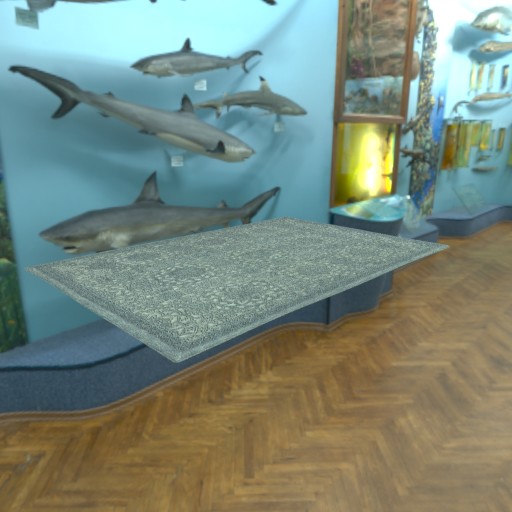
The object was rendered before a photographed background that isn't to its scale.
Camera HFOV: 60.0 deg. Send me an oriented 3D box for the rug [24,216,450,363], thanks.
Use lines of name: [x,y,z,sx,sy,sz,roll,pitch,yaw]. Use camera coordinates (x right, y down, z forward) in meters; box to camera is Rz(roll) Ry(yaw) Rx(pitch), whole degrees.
rug: [0.000,0.000,2.256,1.830,0.016,1.224,-15,22,-43]
